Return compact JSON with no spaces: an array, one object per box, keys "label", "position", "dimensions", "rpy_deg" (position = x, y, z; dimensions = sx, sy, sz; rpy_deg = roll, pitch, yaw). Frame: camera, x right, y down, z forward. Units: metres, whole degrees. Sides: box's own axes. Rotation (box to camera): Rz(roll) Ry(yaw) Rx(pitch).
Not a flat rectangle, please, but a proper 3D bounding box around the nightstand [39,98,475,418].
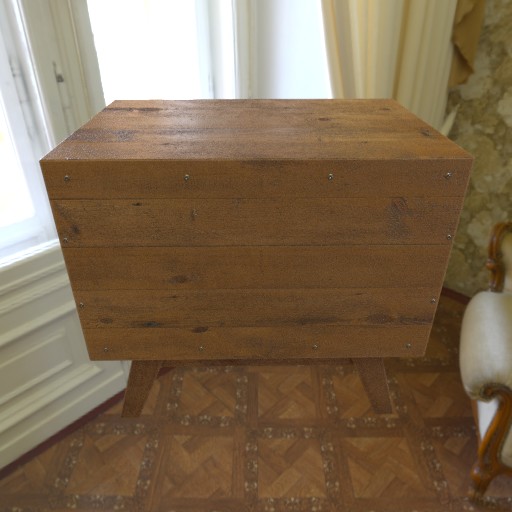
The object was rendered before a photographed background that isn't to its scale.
[{"label":"nightstand","position":[0.000,0.000,1.003],"dimensions":[0.650,0.599,0.450],"rpy_deg":[-1,31,-1]}]
